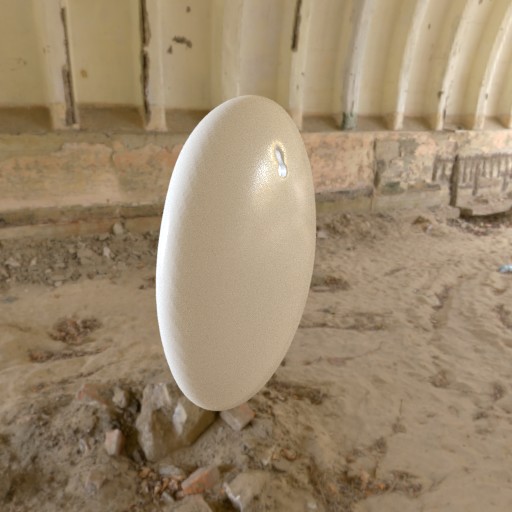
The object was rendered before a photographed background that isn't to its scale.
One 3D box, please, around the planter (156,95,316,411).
[{"bbox_3d":[0.000,0.000,0.275,0.043,0.188,0.185,8,19,26],"label":"planter"}]
